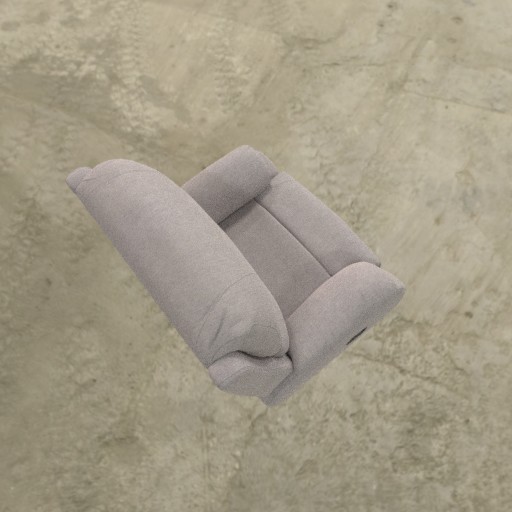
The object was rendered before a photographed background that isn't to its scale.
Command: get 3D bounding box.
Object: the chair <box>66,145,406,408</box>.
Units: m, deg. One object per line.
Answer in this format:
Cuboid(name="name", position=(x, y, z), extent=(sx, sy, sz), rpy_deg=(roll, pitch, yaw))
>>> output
Cuboid(name="chair", position=(0.000, 0.000, 1.732), extent=(0.899, 1.011, 0.930), rpy_deg=(-34, 65, -18))
